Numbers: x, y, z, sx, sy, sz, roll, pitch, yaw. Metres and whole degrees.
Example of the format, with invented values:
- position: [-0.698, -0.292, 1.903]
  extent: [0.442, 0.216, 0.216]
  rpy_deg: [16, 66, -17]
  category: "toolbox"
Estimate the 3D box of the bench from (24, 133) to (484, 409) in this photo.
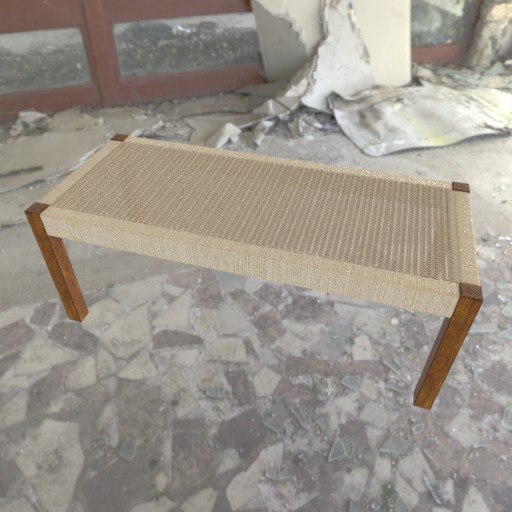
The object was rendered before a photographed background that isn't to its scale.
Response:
- position: [0.000, 0.000, 1.438]
  extent: [1.198, 0.457, 0.507]
  rpy_deg: [11, 42, 12]
  category: "bench"
